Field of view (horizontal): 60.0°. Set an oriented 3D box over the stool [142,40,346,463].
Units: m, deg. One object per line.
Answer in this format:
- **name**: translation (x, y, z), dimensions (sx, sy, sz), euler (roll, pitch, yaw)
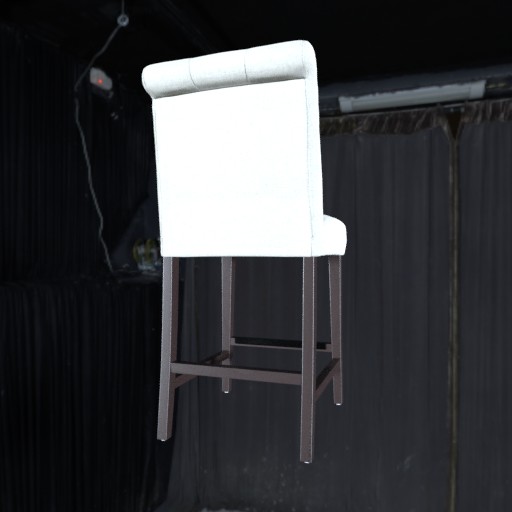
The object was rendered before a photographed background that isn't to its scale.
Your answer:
- **stool**: translation (0.000, 0.000, 1.377), dimensions (0.493, 1.040, 0.601), euler (0, 0, 19)
